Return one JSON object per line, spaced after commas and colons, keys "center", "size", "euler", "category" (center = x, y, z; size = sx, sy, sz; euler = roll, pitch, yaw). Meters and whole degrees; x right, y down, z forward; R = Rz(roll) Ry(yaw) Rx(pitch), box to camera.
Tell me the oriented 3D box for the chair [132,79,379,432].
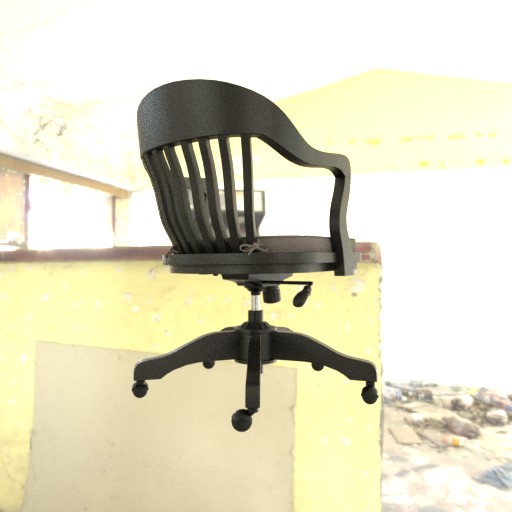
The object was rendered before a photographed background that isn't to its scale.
{"center": [0.000, 0.000, 1.451], "size": [0.750, 0.878, 0.788], "euler": [-1, -2, 37], "category": "chair"}
